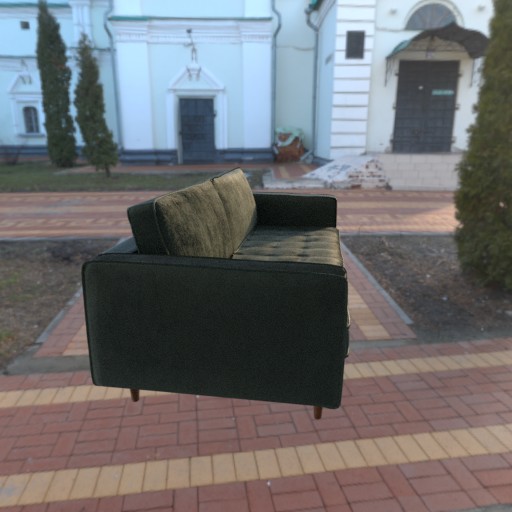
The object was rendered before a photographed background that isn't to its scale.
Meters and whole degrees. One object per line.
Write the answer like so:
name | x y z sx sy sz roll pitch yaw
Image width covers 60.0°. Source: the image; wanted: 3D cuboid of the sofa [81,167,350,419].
sofa | 0.000 0.000 2.259 0.886 0.781 1.816 2 16 9
